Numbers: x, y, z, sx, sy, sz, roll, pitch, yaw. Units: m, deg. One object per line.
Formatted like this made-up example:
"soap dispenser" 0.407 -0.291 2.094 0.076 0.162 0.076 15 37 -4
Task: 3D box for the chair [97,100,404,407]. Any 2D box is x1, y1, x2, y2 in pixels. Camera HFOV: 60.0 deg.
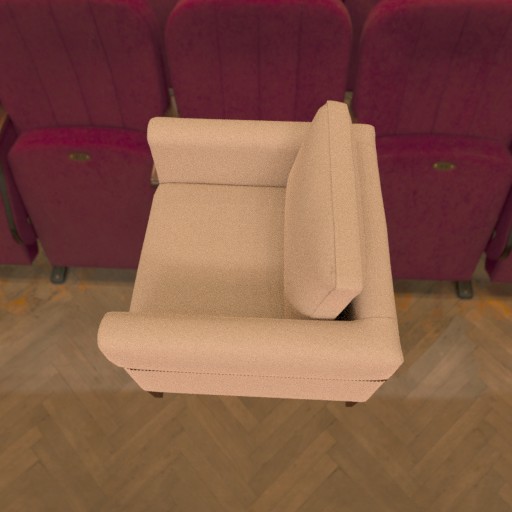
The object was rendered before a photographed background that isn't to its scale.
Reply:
"chair" 0.000 0.000 1.708 0.896 0.915 0.982 2 59 1
